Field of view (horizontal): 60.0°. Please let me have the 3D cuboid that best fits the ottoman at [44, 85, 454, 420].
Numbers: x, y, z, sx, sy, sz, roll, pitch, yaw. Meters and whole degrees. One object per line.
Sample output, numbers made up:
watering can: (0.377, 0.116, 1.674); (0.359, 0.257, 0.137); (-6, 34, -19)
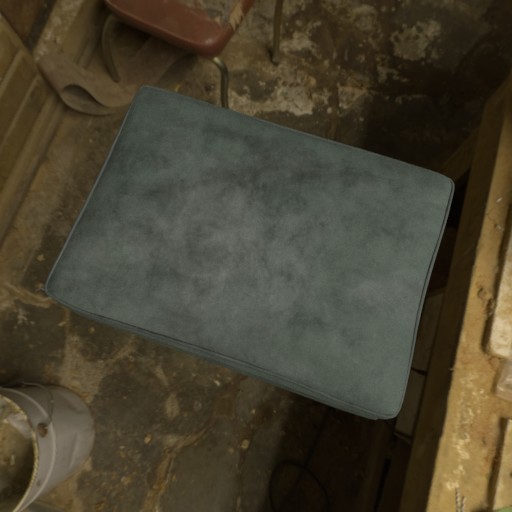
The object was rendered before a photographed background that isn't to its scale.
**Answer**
ottoman: (0.000, 0.000, 1.247); (0.864, 0.495, 0.632); (18, 76, 5)
